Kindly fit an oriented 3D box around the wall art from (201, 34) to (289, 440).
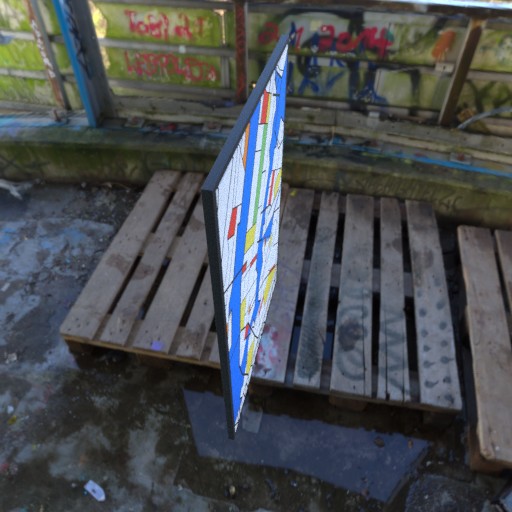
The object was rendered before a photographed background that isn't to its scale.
[{"bbox_3d":[0.000,0.000,0.863,0.013,0.660,0.460,10,47,9],"label":"wall art"}]
